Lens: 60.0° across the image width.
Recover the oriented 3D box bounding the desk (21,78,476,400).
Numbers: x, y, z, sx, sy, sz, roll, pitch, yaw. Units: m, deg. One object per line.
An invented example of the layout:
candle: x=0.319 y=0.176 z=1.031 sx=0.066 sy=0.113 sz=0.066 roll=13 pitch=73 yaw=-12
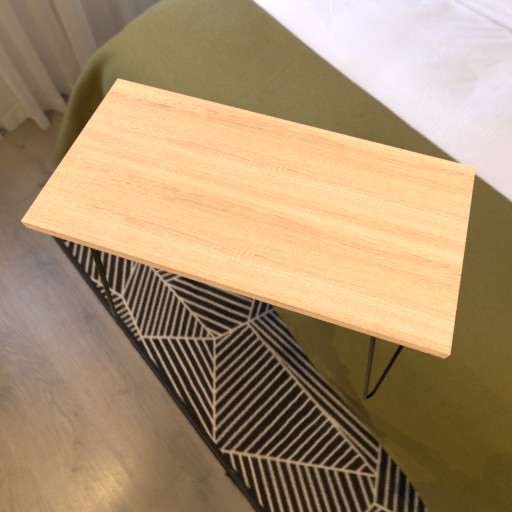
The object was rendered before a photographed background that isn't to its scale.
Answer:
desk: x=0.000 y=0.000 z=1.364 sx=0.991 sy=0.660 sz=0.499 roll=17 pitch=64 yaw=8
